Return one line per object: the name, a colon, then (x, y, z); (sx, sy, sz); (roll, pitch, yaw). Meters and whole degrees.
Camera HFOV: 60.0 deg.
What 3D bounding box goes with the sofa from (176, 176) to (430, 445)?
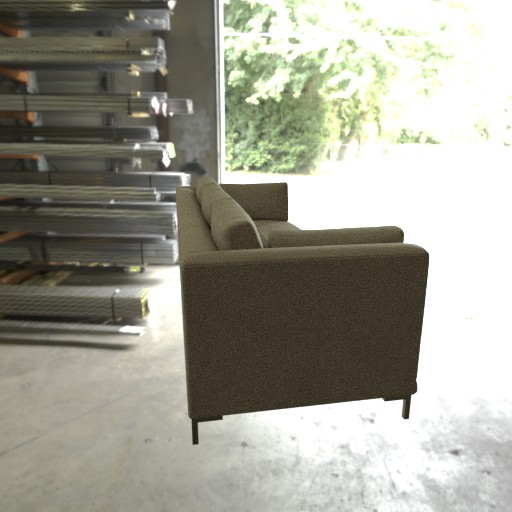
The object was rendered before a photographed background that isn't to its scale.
sofa: (0.000, 0.000, 2.848); (0.969, 0.867, 2.415); (-3, 15, -10)
